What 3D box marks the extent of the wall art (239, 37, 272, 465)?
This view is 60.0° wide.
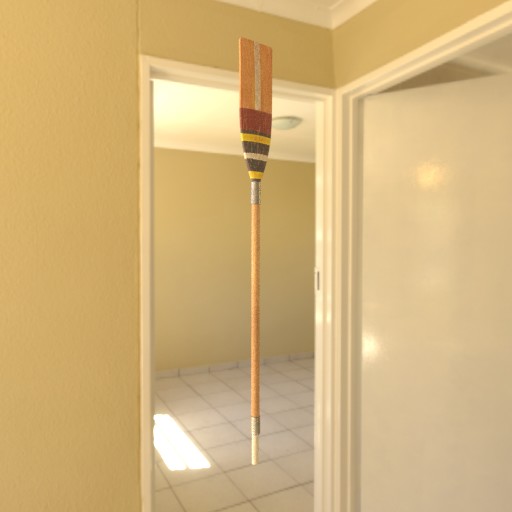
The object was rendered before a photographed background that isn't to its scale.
[{"bbox_3d":[0.000,0.000,1.638,0.146,1.556,0.038,-1,2,-37],"label":"wall art"}]
